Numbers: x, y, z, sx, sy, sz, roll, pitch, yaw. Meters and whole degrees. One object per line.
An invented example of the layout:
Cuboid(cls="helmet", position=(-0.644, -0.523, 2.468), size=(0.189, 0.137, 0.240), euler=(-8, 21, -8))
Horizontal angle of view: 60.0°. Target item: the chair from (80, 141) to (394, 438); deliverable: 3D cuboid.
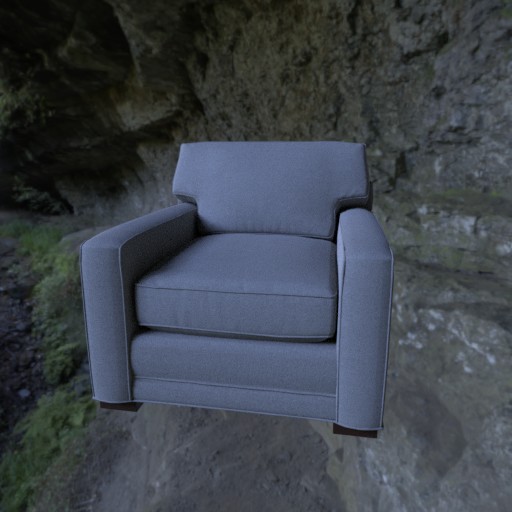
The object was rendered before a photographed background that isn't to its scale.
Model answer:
Cuboid(cls="chair", position=(0.000, 0.000, 1.852), size=(0.999, 0.934, 1.044), euler=(3, 14, 10))
